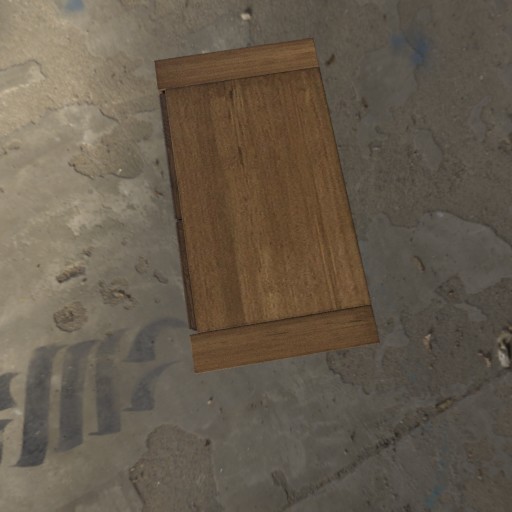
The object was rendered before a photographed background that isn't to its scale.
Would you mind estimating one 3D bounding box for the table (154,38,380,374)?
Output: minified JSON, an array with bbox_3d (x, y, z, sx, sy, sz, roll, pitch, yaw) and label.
[{"bbox_3d":[0.000,0.000,2.455,0.600,2.000,1.100,-9,78,-2],"label":"table"}]
